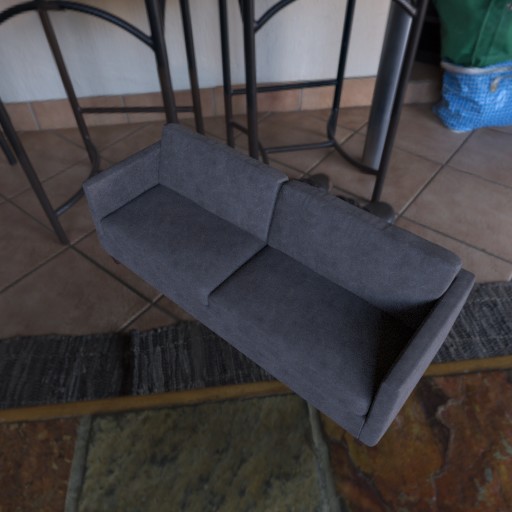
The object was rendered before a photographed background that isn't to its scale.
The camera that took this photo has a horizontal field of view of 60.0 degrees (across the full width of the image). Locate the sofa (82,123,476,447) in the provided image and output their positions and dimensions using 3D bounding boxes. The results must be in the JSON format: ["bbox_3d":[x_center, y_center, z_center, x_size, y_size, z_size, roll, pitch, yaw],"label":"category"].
[{"bbox_3d":[0.000,0.000,2.931,2.434,0.965,0.951,31,53,27],"label":"sofa"}]
